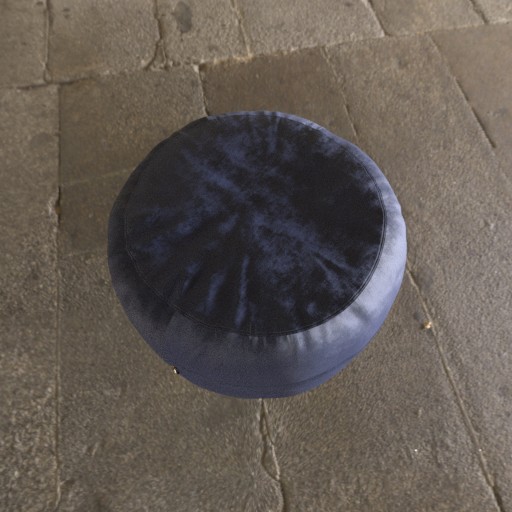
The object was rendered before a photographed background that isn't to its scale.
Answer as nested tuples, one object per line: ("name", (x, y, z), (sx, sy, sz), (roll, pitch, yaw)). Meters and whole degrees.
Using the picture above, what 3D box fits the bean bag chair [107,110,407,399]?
("bean bag chair", (0.000, 0.000, 1.988), (1.219, 0.762, 1.219), (0, 63, 0))
